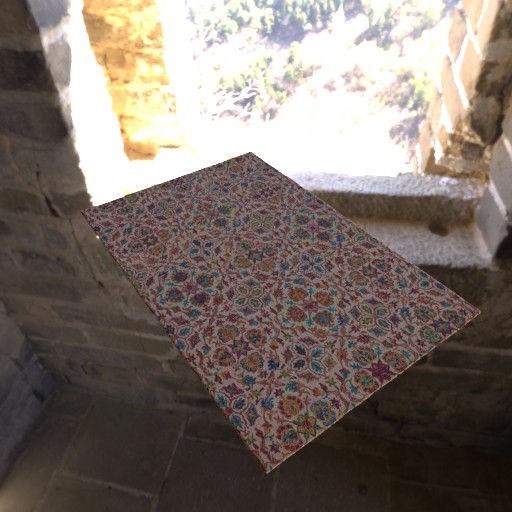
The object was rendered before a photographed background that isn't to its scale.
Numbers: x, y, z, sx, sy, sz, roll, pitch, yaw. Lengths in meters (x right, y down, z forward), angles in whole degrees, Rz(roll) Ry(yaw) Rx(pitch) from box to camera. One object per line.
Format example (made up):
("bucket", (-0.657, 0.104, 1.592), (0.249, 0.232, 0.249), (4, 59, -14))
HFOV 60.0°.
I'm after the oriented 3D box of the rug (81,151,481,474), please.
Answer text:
("rug", (0.000, 0.000, 2.905), (1.541, 0.018, 2.297), (-26, 48, -26))
